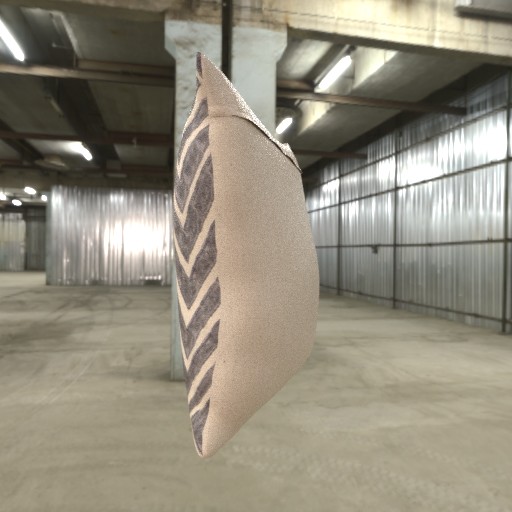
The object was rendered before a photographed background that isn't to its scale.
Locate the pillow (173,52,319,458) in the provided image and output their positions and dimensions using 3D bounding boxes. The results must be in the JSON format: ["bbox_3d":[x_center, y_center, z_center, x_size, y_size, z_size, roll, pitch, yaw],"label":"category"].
[{"bbox_3d":[0.000,0.000,0.671,0.182,0.441,0.440,0,0,16],"label":"pillow"}]
